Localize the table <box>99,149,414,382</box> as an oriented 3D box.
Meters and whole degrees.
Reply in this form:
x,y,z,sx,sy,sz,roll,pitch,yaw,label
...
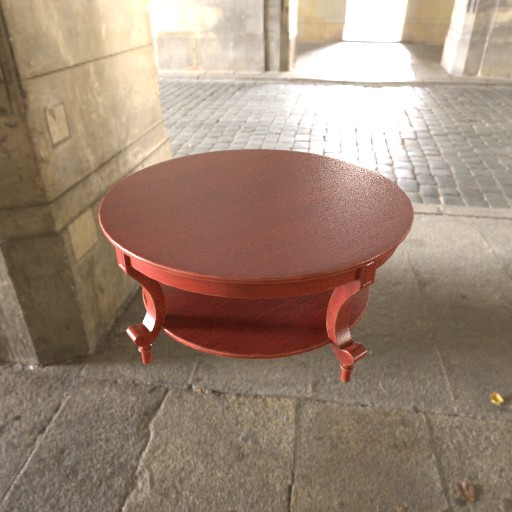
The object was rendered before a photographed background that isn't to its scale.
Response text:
x,y,z,sx,sy,sz,roll,pitch,yaw,label
0.000,0.000,1.629,1.029,0.486,1.029,0,31,0,table
